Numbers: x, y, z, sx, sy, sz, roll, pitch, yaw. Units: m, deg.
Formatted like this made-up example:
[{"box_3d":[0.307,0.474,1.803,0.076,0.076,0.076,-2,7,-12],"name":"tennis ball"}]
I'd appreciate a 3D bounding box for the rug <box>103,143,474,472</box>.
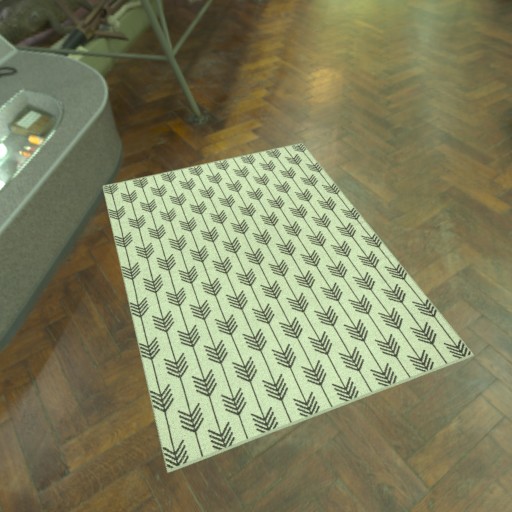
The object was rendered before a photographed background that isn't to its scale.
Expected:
[{"box_3d":[0.000,0.000,4.003,2.330,0.010,3.061,-15,49,-14],"name":"rug"}]
